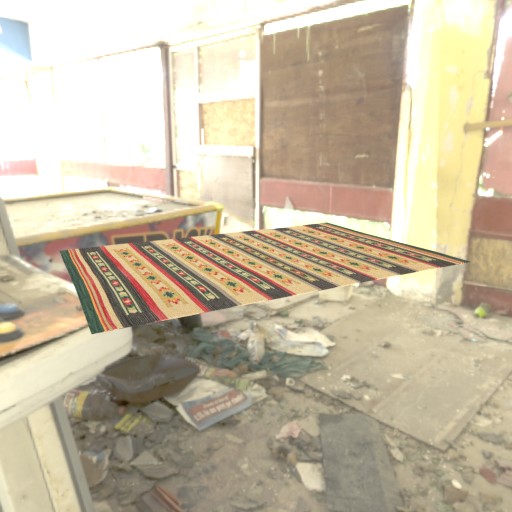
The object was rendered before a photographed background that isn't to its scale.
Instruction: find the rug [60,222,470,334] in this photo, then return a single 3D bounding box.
[{"bbox_3d":[0.000,0.000,2.970,2.311,0.010,1.522,-8,17,-27],"label":"rug"}]
